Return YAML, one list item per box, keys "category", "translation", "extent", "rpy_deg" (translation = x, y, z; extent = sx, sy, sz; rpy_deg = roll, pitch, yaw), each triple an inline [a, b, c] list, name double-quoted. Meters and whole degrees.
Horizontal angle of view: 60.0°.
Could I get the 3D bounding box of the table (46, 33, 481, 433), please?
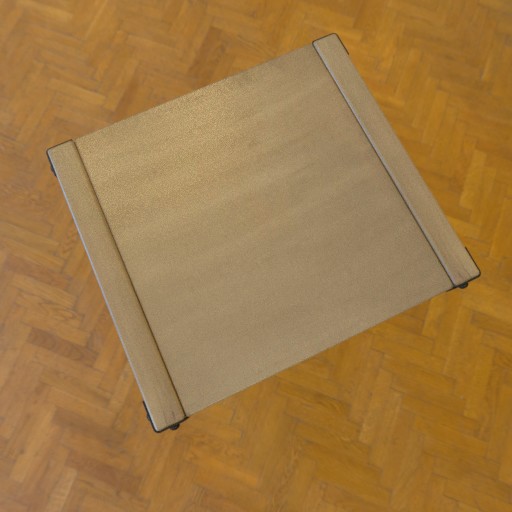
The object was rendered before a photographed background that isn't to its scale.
- category: "table"
  translation: [0.000, 0.000, 0.916]
  extent: [0.510, 0.561, 0.459]
  rpy_deg: [-24, 77, -6]
